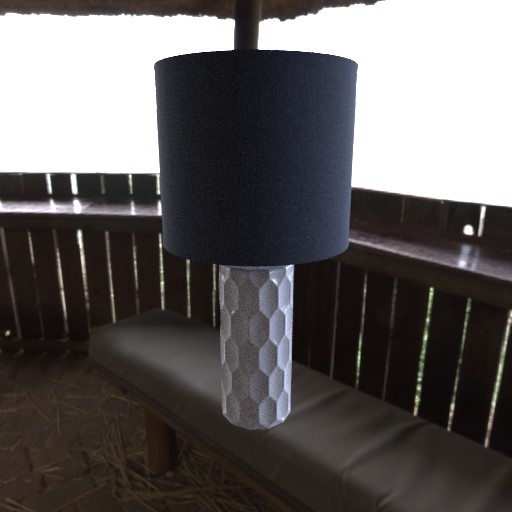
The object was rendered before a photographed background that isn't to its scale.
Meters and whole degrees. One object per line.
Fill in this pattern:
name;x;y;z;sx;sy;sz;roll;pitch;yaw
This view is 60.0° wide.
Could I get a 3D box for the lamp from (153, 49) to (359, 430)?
lamp;0.000;0.000;0.680;0.277;0.537;0.277;7;17;25
